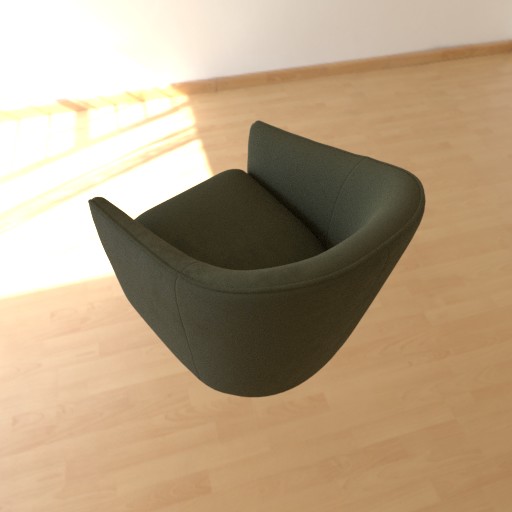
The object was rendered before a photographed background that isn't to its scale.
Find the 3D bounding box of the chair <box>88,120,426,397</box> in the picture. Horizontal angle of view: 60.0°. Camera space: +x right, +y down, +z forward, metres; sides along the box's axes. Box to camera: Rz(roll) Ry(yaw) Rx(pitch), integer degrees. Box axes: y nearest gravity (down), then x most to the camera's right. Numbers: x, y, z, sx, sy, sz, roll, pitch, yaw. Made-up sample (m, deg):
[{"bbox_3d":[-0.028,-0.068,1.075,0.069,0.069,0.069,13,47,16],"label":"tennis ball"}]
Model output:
[{"bbox_3d":[0.000,0.000,1.456,0.747,0.799,0.875,-33,56,-26],"label":"chair"}]
